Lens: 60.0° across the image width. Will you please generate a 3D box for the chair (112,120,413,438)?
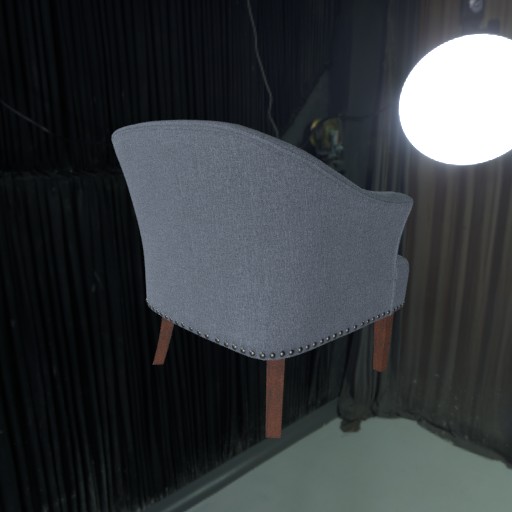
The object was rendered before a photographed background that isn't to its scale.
[{"bbox_3d":[0.000,0.000,1.426,0.704,0.815,0.798,-14,20,-42],"label":"chair"}]
